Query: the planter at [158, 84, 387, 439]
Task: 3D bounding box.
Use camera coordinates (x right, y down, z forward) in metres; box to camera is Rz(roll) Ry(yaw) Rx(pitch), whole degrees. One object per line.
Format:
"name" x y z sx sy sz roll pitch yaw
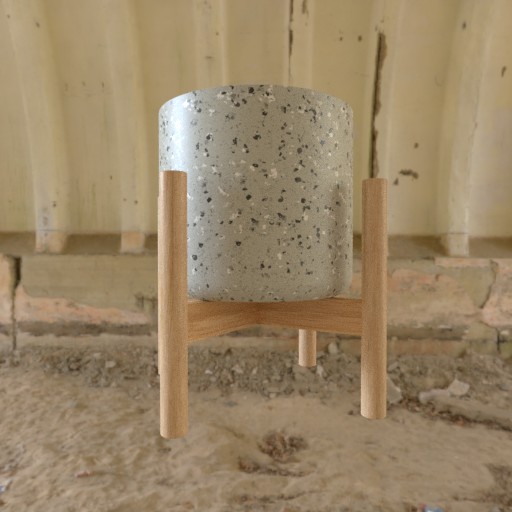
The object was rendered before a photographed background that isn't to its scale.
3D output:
"planter" 0.000 0.000 0.521 0.284 0.320 0.284 -1 1 -35
